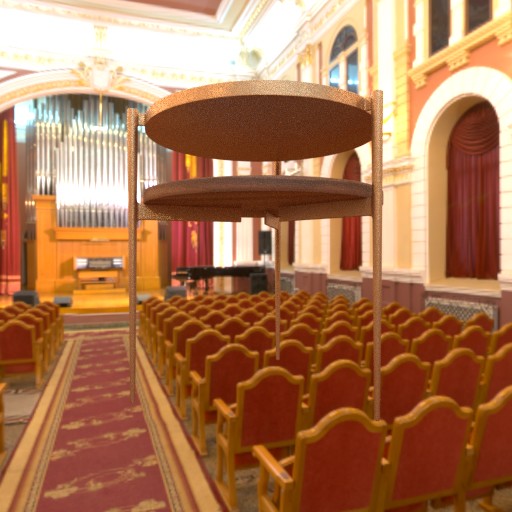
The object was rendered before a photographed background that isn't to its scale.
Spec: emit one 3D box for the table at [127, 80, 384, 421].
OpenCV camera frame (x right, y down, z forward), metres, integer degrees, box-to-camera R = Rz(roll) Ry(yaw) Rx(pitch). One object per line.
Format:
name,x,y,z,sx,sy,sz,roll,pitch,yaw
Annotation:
table,0.000,0.000,0.817,0.456,0.493,0.430,0,0,-19
